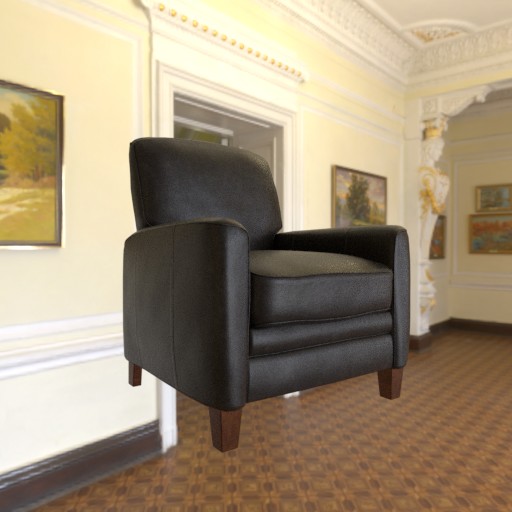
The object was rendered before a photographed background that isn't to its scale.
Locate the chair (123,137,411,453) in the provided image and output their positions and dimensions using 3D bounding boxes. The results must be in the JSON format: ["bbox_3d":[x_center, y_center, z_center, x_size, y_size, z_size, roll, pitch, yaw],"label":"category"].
[{"bbox_3d":[0.000,0.000,1.671,0.848,1.014,0.864,-1,2,-35],"label":"chair"}]
